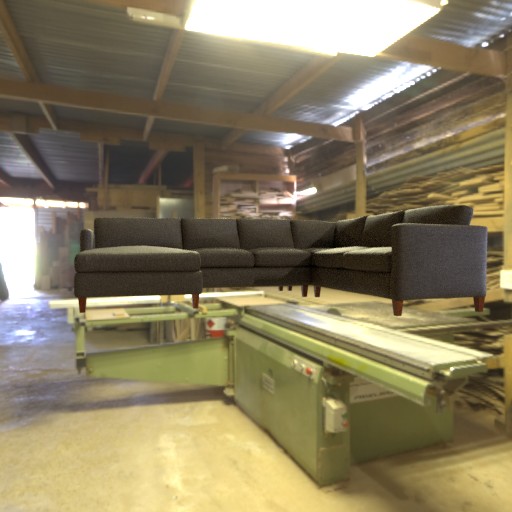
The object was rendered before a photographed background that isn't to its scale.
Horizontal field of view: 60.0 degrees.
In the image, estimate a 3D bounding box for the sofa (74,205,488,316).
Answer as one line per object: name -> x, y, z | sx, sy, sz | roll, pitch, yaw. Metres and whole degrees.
sofa -> 0.000, 0.000, 4.544 | 3.460, 0.961, 2.594 | 0, 1, -17
